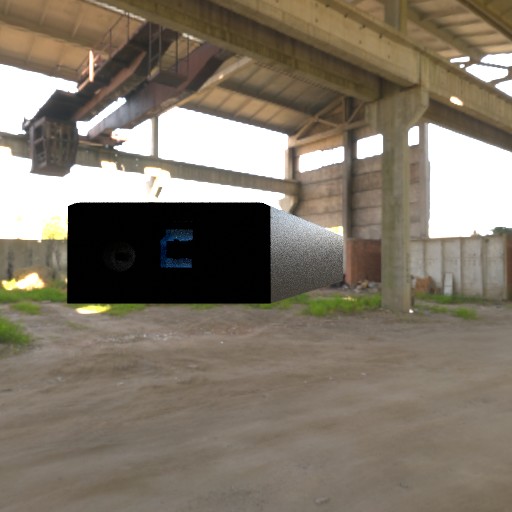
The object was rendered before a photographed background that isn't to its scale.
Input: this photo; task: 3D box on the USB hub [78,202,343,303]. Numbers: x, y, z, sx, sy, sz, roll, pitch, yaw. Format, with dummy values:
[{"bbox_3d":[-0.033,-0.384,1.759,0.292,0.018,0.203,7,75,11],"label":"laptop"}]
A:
[{"bbox_3d":[0.000,0.000,0.159,0.044,0.023,0.145,0,-1,19],"label":"USB hub"}]
